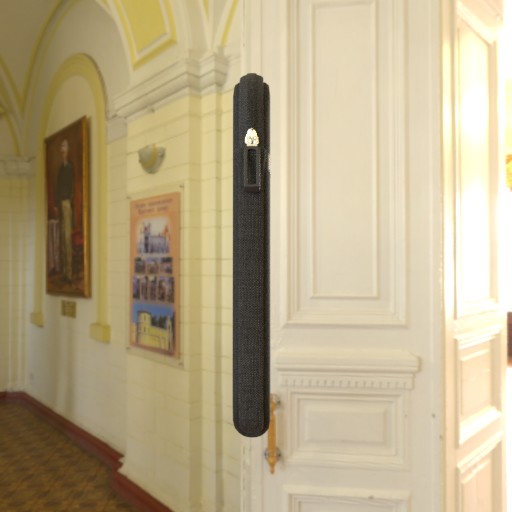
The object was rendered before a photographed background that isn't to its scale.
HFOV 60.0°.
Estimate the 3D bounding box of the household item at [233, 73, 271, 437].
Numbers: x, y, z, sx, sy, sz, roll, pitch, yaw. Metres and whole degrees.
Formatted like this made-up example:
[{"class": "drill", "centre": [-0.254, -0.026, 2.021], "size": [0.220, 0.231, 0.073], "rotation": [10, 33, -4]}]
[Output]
[{"class": "household item", "centre": [0.000, 0.000, 0.524], "size": [0.030, 0.305, 0.396], "rotation": [0, -1, 1]}]
